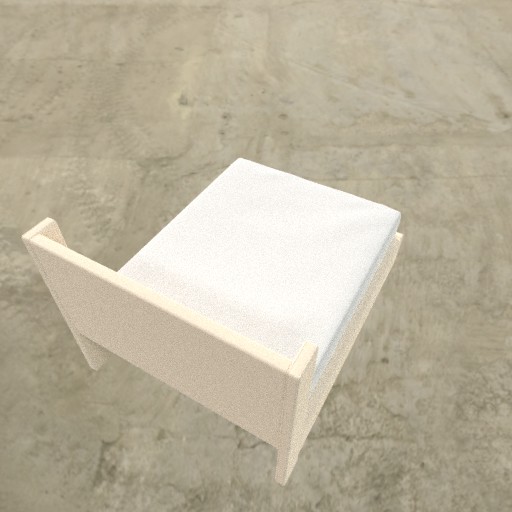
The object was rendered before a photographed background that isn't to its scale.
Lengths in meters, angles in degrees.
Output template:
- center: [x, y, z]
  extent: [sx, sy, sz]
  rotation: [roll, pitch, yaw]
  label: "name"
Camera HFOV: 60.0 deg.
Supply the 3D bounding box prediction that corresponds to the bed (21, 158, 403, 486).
- center: [0.000, 0.000, 3.406]
  extent: [1.765, 1.471, 2.280]
  rotation: [23, 51, 20]
  label: "bed"
